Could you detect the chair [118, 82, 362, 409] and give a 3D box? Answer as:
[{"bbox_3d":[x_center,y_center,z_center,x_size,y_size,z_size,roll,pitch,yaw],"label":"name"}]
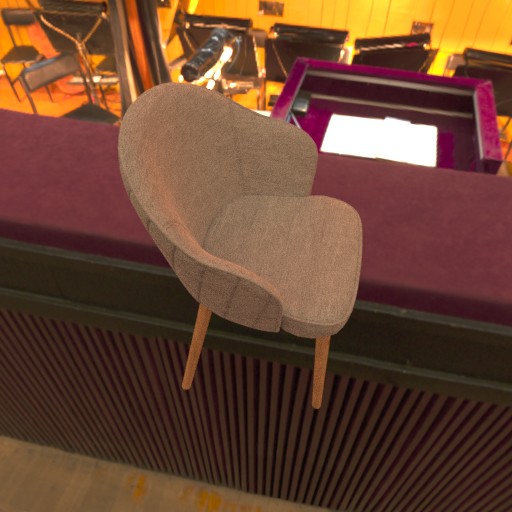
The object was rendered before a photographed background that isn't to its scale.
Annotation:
[{"bbox_3d":[0.000,0.000,1.160,0.530,0.800,0.540,10,48,9],"label":"chair"}]
